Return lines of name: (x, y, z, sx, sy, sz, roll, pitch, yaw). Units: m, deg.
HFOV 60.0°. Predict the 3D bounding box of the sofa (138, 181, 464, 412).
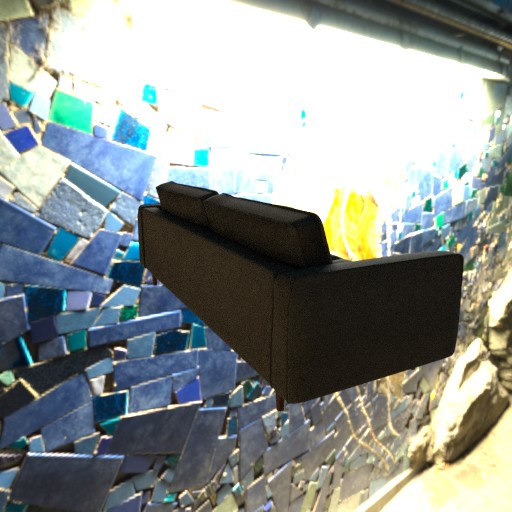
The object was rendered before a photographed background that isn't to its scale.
sofa: (0.000, 0.000, 2.723, 0.923, 0.813, 2.295, -7, 16, -27)
